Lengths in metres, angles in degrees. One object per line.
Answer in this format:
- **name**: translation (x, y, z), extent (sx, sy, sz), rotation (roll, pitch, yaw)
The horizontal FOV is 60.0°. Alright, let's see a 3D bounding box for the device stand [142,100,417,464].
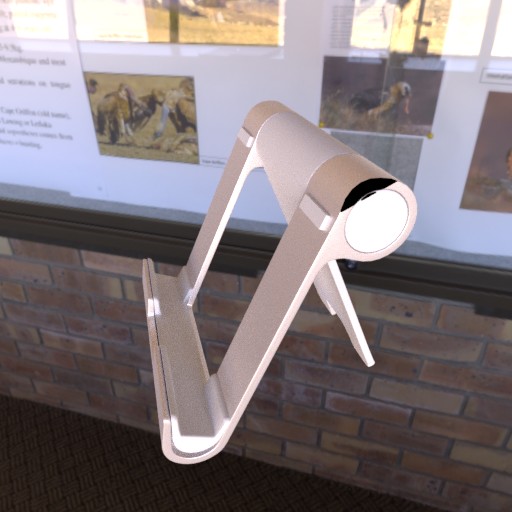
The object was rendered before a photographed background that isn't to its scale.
- **device stand**: translation (0.000, 0.000, 0.152), extent (0.079, 0.084, 0.086), rotation (-8, 32, -14)
